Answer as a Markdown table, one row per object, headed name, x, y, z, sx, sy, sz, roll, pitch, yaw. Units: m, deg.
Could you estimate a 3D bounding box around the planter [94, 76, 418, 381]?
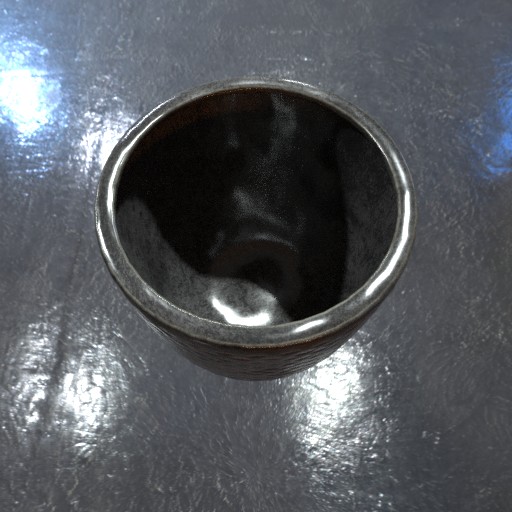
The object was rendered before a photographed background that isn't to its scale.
| name | x | y | z | sx | sy | sz | roll | pitch | yaw |
| --- | --- | --- | --- | --- | --- | --- | --- | --- | --- |
| planter | 0.000 | 0.000 | 0.247 | 0.140 | 0.129 | 0.140 | 0 | 64 | 0 |
